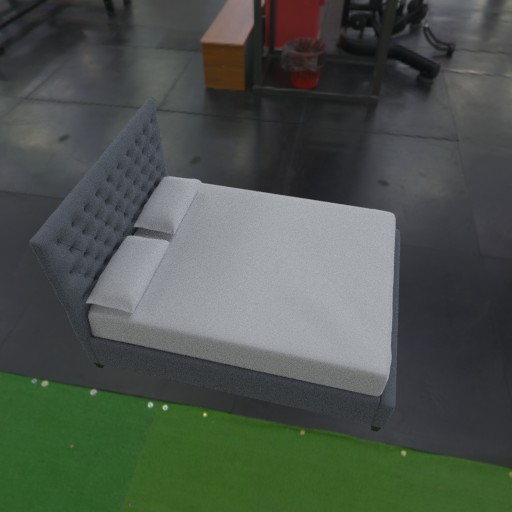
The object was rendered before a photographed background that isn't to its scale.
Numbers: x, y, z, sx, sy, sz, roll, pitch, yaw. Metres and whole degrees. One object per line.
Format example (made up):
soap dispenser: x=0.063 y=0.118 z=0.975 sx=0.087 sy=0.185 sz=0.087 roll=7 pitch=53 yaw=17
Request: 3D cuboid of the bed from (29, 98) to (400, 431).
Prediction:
bed: x=0.000 y=0.000 z=3.339 sx=2.231 sy=1.427 sz=1.698 roll=10 pitch=48 yaw=9
